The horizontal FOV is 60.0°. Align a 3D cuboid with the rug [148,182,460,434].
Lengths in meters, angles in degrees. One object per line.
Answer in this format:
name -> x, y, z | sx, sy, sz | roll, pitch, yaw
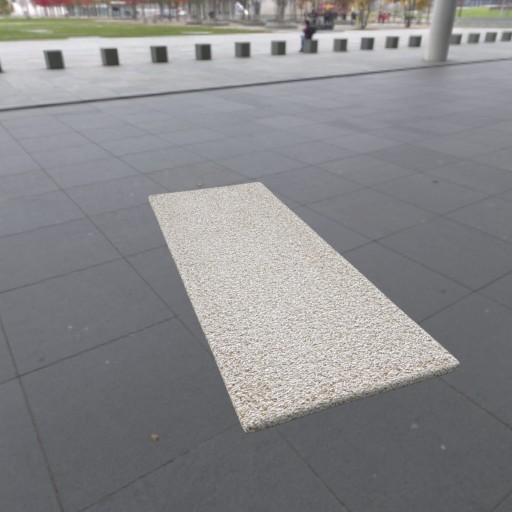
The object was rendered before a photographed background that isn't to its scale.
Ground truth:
rug -> 0.000, 0.000, 1.713 | 0.609, 0.030, 1.524 | -10, 30, -17
